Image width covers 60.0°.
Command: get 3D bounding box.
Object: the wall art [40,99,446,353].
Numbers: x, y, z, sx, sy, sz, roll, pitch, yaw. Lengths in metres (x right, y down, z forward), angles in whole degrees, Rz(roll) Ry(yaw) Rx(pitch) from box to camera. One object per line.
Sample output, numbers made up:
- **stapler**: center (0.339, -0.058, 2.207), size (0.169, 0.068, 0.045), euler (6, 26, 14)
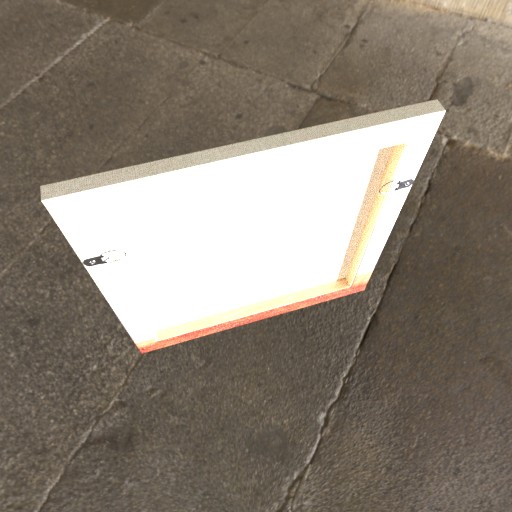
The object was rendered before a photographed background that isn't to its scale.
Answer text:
- **wall art**: center (0.000, 0.000, 1.130), size (0.760, 0.760, 0.042), euler (-15, 60, -9)
